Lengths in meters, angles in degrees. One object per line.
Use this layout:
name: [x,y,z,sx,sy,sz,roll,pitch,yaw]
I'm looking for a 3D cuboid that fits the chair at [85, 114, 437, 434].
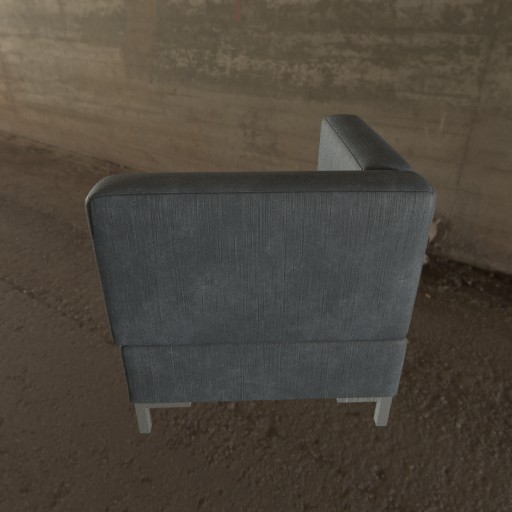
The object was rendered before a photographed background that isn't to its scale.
chair: [0.000,0.000,1.241,0.680,0.660,0.680,-1,30,-2]
